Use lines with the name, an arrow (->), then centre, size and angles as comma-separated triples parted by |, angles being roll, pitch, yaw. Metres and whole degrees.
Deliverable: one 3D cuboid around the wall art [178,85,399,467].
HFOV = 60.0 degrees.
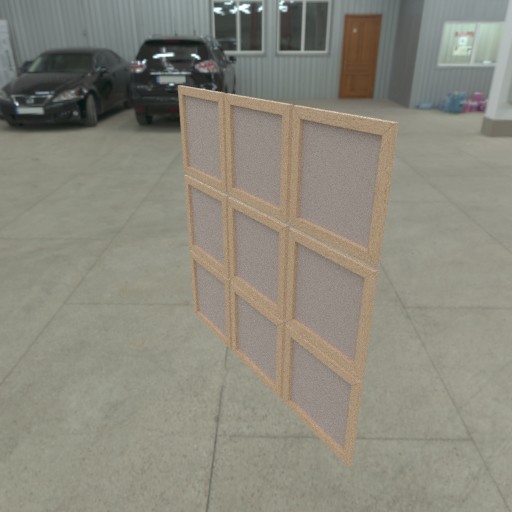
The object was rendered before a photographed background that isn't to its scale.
wall art -> 0.000, 0.000, 1.352 | 0.012, 0.910, 0.917 | -17, 30, -30
